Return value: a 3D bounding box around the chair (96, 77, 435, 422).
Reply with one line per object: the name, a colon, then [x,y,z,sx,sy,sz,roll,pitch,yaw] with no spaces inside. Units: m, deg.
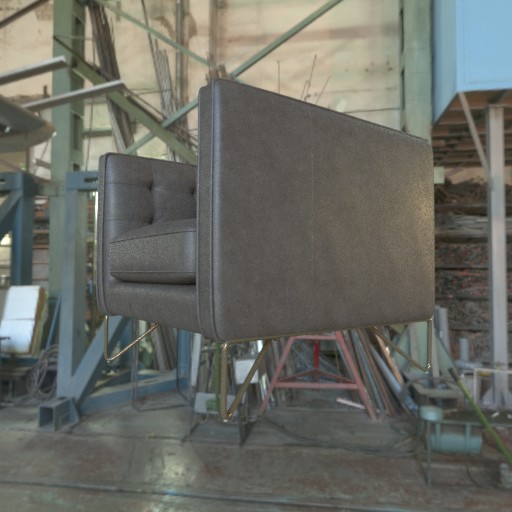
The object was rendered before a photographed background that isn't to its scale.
chair: [0.000,0.000,1.577,0.894,0.790,0.880,2,-3,-36]
